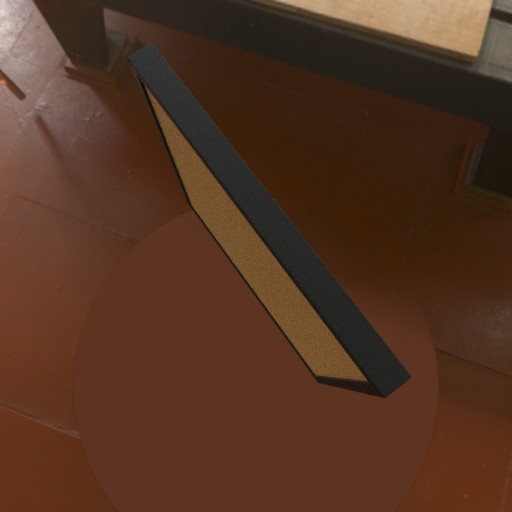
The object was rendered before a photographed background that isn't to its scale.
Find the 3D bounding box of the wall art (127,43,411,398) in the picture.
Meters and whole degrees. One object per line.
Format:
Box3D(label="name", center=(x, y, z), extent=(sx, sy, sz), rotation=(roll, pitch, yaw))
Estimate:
Box3D(label="wall art", center=(0.000, 0.000, 0.757), extent=(0.037, 0.508, 0.508), rotation=(-35, 78, -8))
